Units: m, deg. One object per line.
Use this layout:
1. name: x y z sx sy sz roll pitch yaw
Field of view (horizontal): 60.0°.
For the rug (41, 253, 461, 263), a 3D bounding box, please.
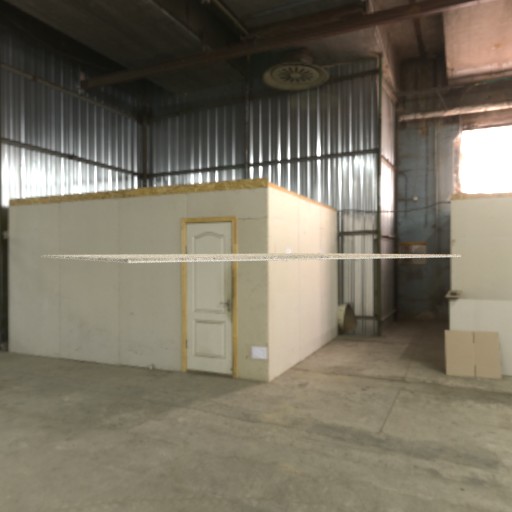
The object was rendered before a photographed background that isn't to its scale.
1. rug: 0.000 0.000 2.889 2.280 0.015 1.521 -1 1 -36
